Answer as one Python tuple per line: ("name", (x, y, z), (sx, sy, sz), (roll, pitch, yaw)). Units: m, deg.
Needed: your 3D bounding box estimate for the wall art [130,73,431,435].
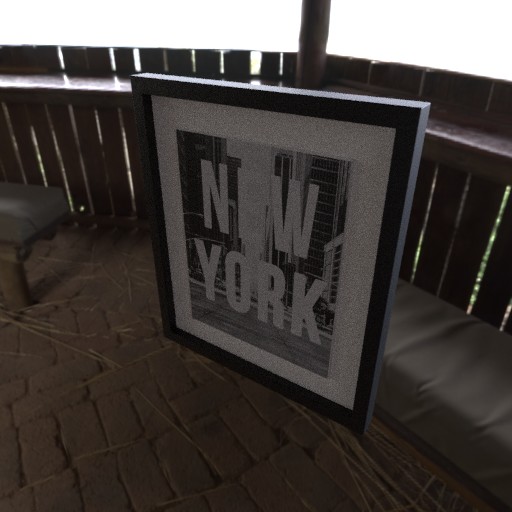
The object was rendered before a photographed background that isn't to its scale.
("wall art", (0.000, 0.000, 0.528), (0.328, 0.381, 0.028), (18, 34, 29))
